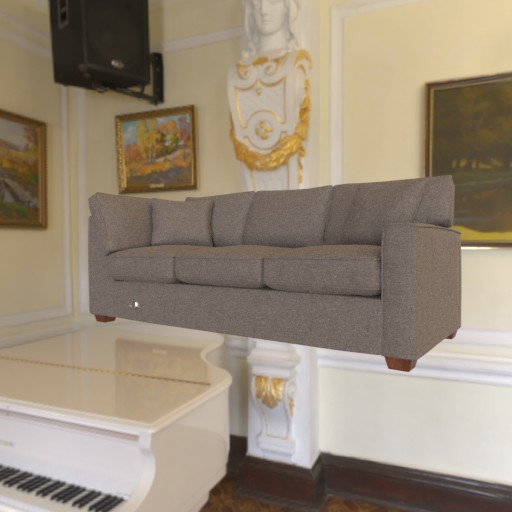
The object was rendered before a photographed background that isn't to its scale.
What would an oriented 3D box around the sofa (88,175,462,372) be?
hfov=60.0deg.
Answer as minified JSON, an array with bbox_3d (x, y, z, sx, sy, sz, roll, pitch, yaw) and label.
[{"bbox_3d":[0.000,0.000,2.902,2.317,0.962,1.061,1,1,35],"label":"sofa"}]
